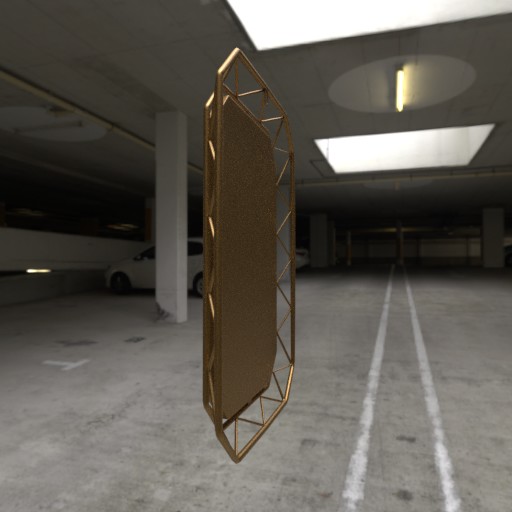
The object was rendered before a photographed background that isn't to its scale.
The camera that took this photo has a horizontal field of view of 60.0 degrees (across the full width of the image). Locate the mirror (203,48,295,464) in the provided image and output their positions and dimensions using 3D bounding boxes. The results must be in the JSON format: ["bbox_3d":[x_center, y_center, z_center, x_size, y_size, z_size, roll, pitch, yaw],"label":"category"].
[{"bbox_3d":[0.000,0.000,0.733,0.042,0.566,0.417,0,-2,18],"label":"mirror"}]
